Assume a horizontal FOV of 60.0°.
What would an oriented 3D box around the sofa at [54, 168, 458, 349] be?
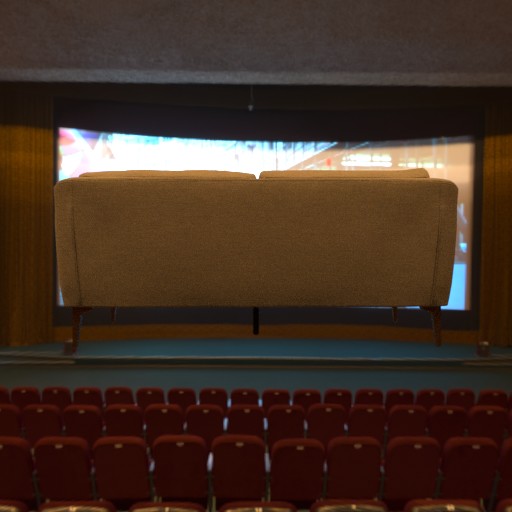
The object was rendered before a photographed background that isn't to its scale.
[{"bbox_3d":[0.000,0.000,2.566,2.036,0.913,0.980,0,0,-1],"label":"sofa"}]
